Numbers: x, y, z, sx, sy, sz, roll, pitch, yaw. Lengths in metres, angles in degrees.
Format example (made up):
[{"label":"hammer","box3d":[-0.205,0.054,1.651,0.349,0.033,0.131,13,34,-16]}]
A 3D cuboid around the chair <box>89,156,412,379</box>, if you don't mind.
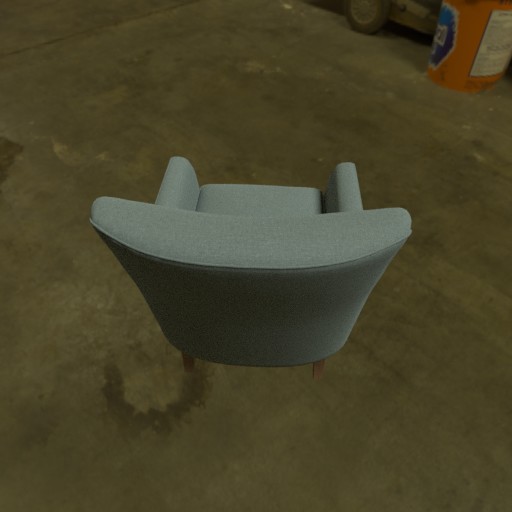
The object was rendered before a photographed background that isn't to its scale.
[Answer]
[{"label":"chair","box3d":[0.000,0.000,1.543,0.756,0.916,0.879,2,47,2]}]
